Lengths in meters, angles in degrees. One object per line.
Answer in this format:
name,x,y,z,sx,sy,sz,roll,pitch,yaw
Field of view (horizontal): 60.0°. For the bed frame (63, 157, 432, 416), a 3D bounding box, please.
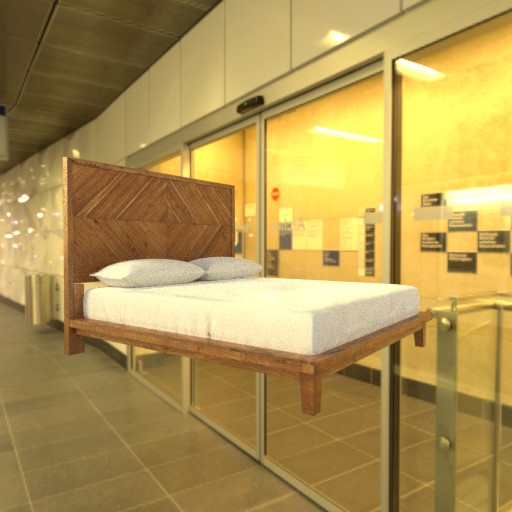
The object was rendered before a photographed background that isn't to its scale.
bed frame,0.000,0.000,3.616,2.235,1.537,2.038,1,2,37
